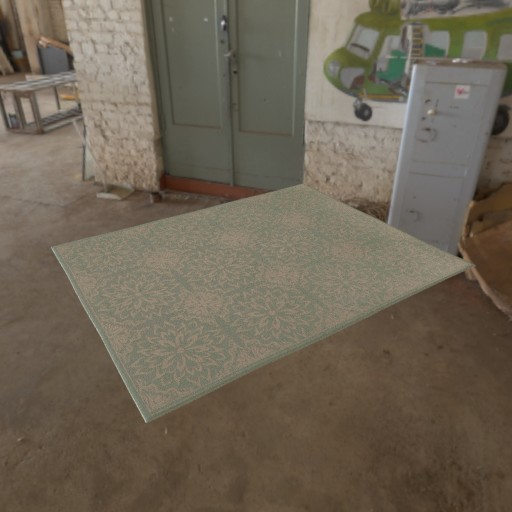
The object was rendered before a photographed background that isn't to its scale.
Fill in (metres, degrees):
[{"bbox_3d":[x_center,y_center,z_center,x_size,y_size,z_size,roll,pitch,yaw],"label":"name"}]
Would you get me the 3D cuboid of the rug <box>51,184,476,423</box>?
[{"bbox_3d":[0.000,0.000,3.957,2.980,0.012,2.363,-18,35,-29],"label":"rug"}]
